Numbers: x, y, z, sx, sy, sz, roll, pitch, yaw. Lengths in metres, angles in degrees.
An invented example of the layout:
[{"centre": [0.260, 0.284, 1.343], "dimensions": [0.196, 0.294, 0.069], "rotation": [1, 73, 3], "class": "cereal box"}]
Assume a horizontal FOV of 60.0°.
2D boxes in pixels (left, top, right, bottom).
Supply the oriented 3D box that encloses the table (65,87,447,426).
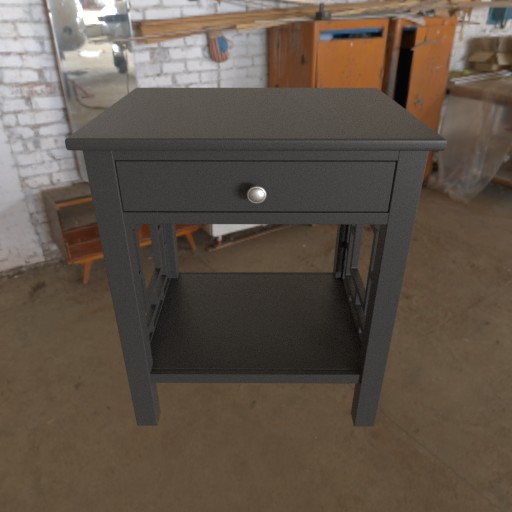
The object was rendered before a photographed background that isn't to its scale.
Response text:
[{"centre": [0.000, 0.000, 0.999], "dimensions": [0.564, 0.646, 0.451], "rotation": [0, 30, 0], "class": "table"}]
